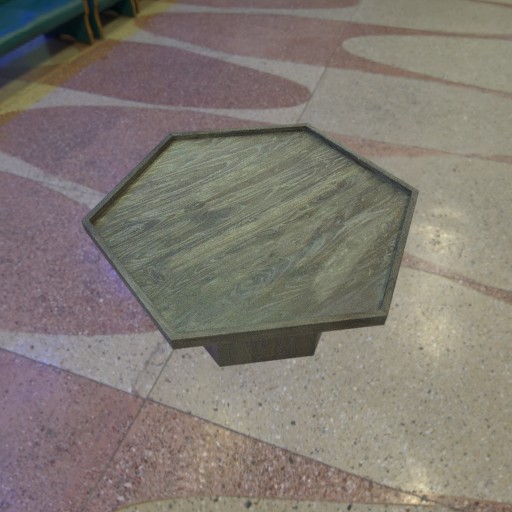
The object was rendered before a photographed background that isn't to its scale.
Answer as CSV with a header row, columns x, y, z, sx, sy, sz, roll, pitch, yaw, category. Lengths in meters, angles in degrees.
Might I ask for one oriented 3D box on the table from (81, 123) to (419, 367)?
x,y,z,sx,sy,sz,roll,pitch,yaw,category
0.000,0.000,1.628,0.966,0.488,1.115,17,49,15,table
